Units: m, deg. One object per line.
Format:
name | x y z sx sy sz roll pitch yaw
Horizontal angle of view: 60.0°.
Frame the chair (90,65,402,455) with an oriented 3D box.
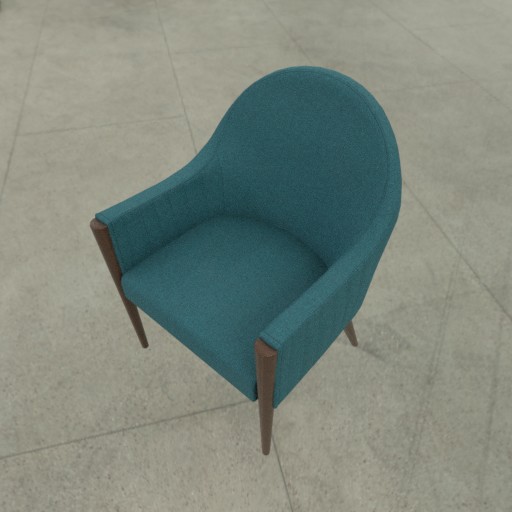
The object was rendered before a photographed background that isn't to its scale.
chair | 0.000 0.000 1.323 0.656 0.907 0.652 32 54 27
